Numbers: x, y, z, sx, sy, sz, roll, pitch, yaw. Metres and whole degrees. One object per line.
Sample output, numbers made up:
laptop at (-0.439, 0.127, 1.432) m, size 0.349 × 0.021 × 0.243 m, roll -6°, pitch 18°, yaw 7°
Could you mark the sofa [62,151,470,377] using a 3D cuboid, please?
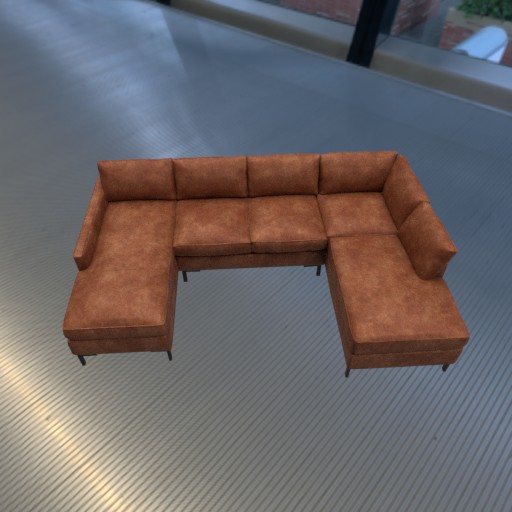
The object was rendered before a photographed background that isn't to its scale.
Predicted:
sofa at (0.000, 0.000, 3.780) m, size 2.956 × 0.900 × 1.939 m, roll -2°, pitch 46°, yaw -2°
